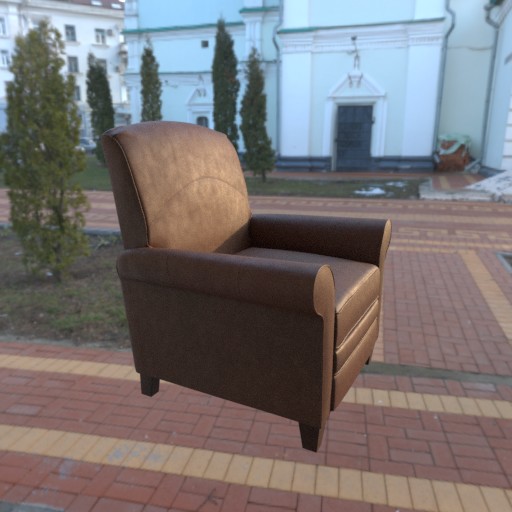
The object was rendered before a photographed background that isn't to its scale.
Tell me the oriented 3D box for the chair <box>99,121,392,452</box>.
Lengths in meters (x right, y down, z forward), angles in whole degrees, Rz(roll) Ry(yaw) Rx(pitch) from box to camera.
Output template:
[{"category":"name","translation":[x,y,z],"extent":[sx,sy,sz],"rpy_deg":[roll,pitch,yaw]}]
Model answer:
[{"category":"chair","translation":[0.000,0.000,1.795],"extent":[0.902,1.061,0.978],"rpy_deg":[8,16,27]}]
